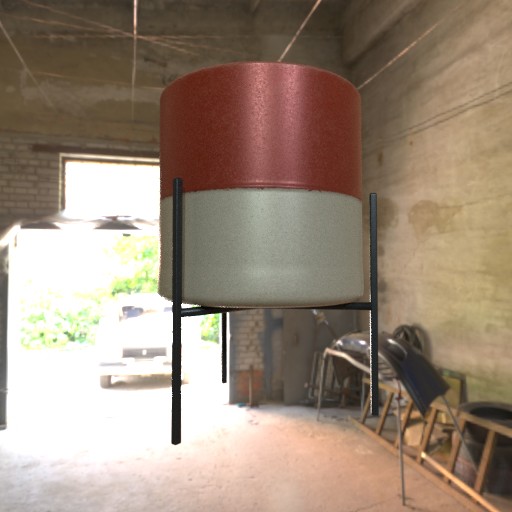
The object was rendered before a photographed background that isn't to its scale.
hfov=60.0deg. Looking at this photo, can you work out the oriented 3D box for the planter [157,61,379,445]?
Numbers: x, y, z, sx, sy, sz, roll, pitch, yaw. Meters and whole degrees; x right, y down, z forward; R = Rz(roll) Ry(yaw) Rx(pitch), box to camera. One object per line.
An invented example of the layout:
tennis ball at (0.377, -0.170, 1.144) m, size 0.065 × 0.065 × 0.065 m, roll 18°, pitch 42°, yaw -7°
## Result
planter at (0.000, 0.000, 0.512) m, size 0.235 × 0.354 × 0.251 m, roll -1°, pitch -2°, yaw 38°
